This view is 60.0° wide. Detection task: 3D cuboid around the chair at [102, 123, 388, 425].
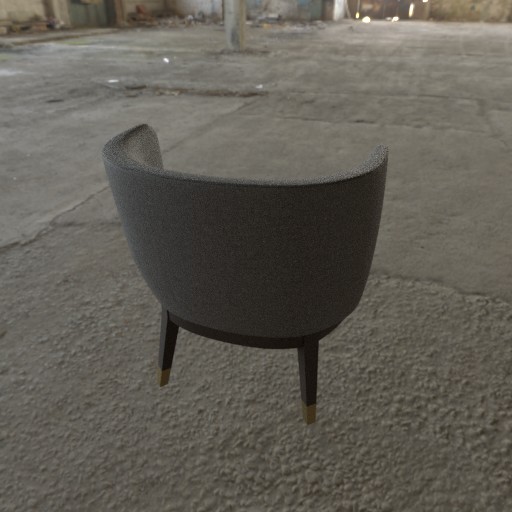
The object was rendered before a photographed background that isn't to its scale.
[{"bbox_3d":[0.000,0.000,1.246,0.639,0.695,0.698,9,31,15],"label":"chair"}]
